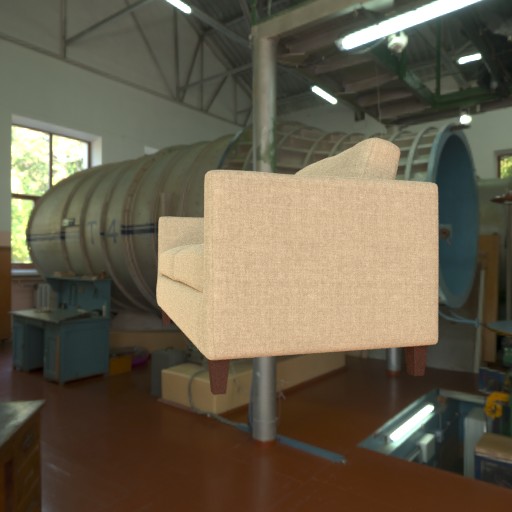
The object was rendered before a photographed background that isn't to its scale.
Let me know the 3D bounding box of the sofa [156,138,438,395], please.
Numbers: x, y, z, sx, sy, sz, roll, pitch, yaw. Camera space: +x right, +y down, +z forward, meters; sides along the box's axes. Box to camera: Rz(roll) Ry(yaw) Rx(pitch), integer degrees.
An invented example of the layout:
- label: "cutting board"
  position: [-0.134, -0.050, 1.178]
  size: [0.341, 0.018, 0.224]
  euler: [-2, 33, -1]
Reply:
- label: "sofa"
  position: [0.000, 0.000, 2.475]
  size: [0.950, 0.963, 1.884]
  euler: [0, 0, -17]
